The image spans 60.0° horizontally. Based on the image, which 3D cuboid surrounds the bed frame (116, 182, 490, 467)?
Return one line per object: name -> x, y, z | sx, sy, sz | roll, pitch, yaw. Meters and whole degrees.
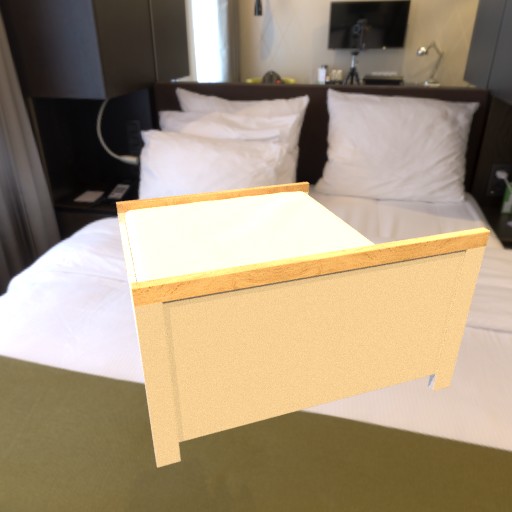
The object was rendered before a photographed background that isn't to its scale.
bed frame -> 0.000, 0.000, 2.963 | 1.670, 0.980, 2.050 | -9, 28, -17
